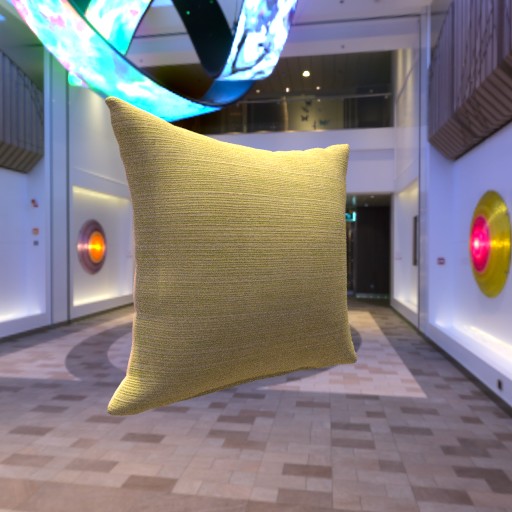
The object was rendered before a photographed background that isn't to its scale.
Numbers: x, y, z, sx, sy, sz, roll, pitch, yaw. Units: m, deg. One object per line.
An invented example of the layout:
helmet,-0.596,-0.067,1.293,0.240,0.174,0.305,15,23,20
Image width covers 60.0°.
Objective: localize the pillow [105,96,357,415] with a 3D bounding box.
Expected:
pillow,0.000,0.000,0.828,0.560,0.487,0.229,-1,1,-37
